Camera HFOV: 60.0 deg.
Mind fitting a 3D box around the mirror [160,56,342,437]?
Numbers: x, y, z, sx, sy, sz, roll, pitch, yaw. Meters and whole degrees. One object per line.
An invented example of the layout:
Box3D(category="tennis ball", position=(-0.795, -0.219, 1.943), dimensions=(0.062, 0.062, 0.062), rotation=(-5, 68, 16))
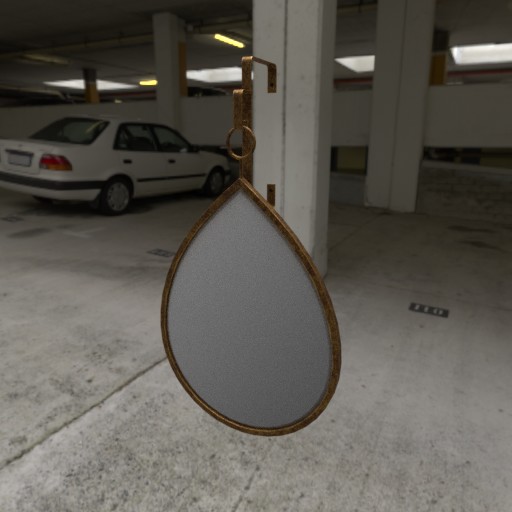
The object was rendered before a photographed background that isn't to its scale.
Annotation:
Box3D(category="mirror", position=(0.000, 0.000, 0.906), dimensions=(0.405, 0.744, 0.144), rotation=(7, 17, 26))
